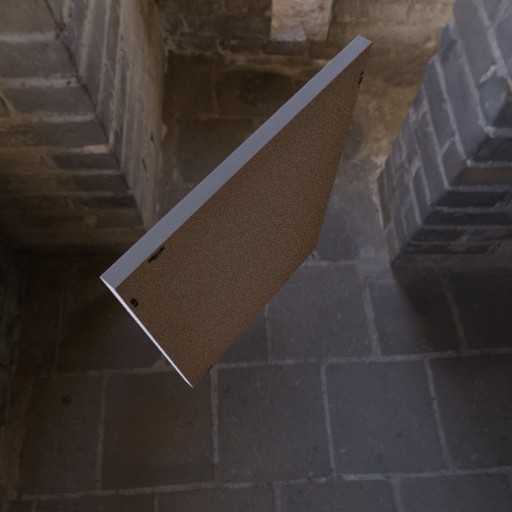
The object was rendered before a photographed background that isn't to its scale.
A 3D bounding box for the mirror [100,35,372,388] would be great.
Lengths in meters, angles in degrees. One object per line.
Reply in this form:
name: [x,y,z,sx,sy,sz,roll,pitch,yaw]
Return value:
mirror: [0.000,0.000,1.316,0.041,1.016,0.762,37,70,16]
